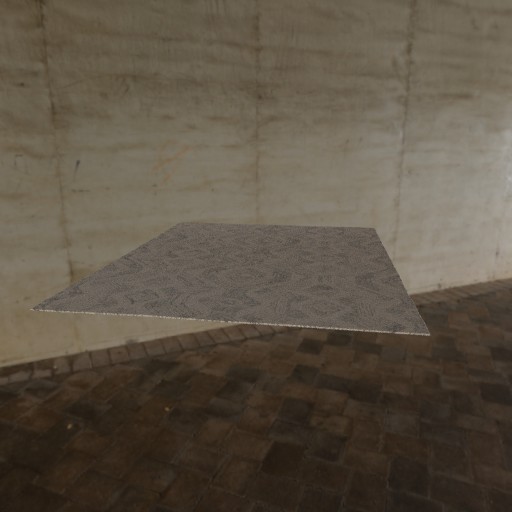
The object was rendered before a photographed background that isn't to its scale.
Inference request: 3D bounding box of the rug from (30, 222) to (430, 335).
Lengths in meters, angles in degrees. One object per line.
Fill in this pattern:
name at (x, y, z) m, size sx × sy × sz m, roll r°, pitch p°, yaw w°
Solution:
rug at (0.000, 0.000, 4.082) m, size 2.430 × 0.030 × 3.054 m, roll 2°, pitch 15°, yaw 9°
